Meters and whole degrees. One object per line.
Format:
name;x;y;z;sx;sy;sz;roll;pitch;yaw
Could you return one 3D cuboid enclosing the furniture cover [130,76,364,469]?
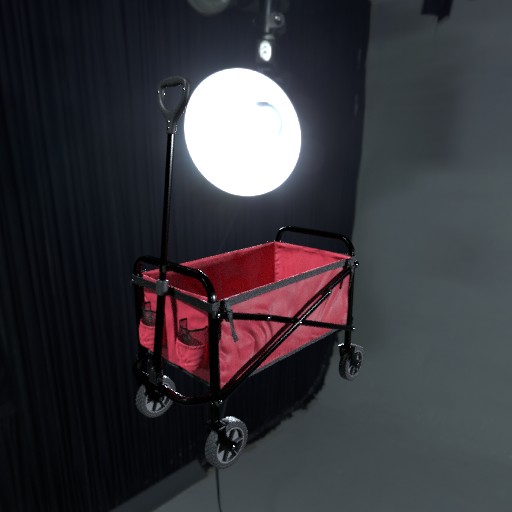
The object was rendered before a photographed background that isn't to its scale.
furniture cover;0.000;0.000;1.803;0.532;1.295;1.038;13;19;42
